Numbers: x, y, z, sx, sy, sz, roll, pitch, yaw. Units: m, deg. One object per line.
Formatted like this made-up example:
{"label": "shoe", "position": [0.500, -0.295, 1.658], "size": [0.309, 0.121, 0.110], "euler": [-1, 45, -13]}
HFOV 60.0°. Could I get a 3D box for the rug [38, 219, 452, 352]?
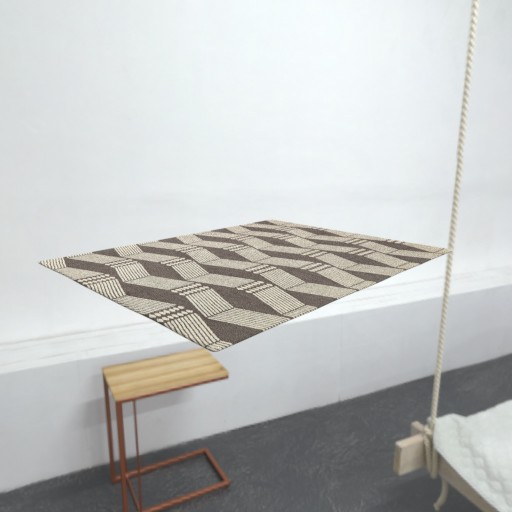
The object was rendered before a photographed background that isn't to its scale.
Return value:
{"label": "rug", "position": [0.000, 0.000, 4.139], "size": [2.438, 0.016, 3.048], "euler": [14, 20, 43]}
